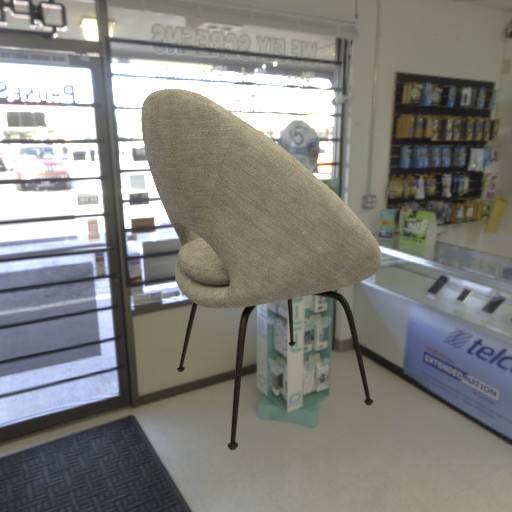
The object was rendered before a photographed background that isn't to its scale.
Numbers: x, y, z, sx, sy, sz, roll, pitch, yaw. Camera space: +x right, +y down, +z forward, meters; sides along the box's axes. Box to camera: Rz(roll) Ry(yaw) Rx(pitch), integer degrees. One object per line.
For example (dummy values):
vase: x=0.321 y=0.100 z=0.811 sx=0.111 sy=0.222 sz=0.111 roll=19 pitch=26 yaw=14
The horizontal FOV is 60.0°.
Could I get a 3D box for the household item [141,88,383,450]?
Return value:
household item: x=0.000 y=0.000 z=1.275 sx=0.587 sy=0.869 sz=0.643 roll=-7 pitch=16 yaw=-26
